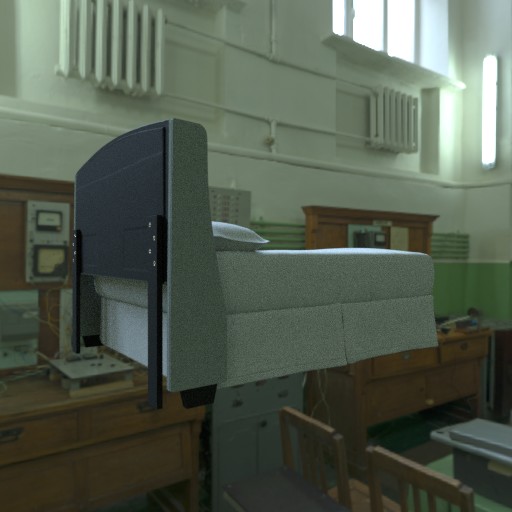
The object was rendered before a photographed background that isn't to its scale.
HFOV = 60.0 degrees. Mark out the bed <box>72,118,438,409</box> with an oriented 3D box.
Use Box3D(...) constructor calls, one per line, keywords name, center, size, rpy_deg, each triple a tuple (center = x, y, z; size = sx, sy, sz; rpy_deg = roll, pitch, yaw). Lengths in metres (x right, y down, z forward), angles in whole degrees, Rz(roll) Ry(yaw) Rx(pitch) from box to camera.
Box3D(name="bed", center=(0.000, 0.000, 3.309), size=(2.237, 1.407, 1.710), rpy_deg=(0, 0, -36))
